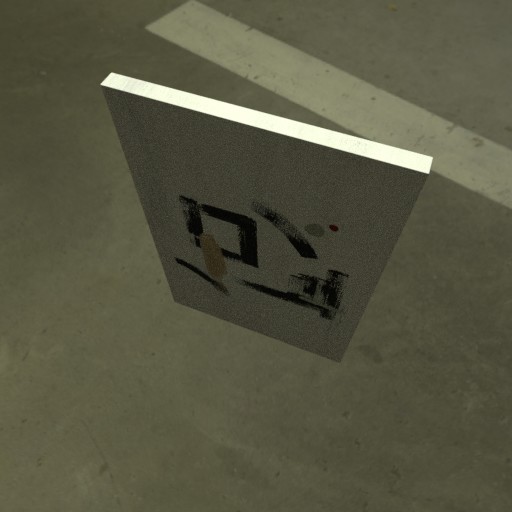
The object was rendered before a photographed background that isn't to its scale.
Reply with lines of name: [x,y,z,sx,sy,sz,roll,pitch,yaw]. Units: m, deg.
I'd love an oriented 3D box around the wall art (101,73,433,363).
wall art: [0.000,0.000,1.179,0.624,0.914,0.043,18,59,12]
